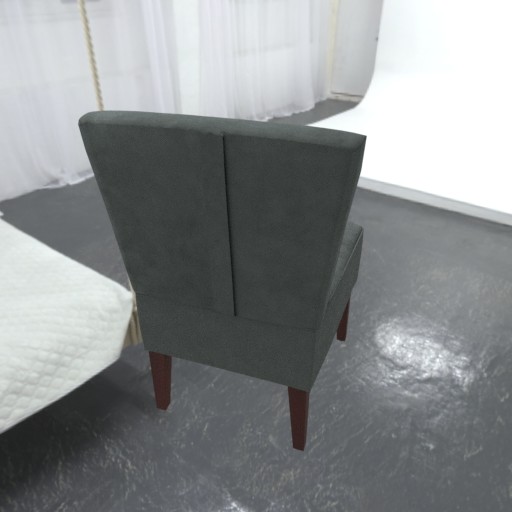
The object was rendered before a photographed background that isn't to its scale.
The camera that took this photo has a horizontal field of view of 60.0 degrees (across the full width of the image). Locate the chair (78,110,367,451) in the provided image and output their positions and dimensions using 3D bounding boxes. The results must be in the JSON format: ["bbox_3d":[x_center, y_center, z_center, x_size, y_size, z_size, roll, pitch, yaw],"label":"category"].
[{"bbox_3d":[0.000,0.000,1.151,0.521,0.806,0.554,10,32,16],"label":"chair"}]
